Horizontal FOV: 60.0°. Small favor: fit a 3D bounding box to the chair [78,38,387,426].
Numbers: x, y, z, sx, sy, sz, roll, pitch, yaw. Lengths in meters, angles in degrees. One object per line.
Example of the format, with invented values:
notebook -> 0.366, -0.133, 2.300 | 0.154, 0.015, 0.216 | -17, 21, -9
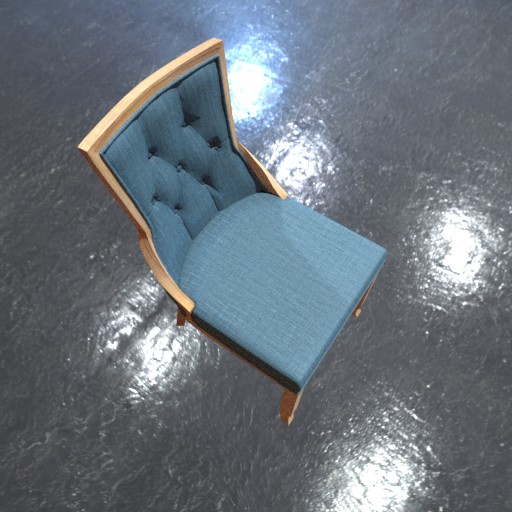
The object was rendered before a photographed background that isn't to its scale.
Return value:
chair -> 0.000, 0.000, 1.322 | 0.641, 0.947, 0.524 | 31, 64, 17
